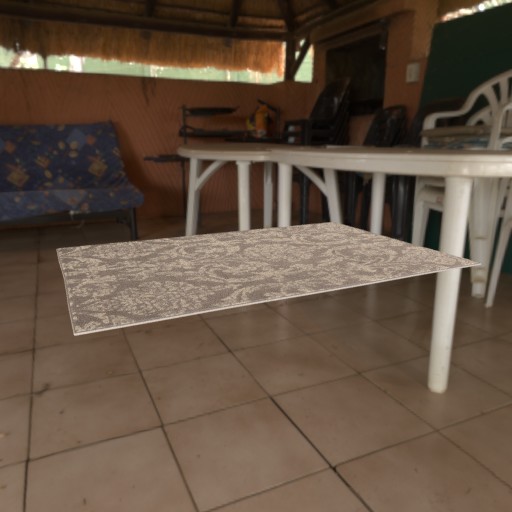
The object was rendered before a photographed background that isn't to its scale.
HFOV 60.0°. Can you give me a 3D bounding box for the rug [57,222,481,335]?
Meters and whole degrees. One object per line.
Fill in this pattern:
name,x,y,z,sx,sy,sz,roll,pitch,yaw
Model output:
rug,0.000,0.000,2.268,1.824,0.012,1.206,-7,16,-25
